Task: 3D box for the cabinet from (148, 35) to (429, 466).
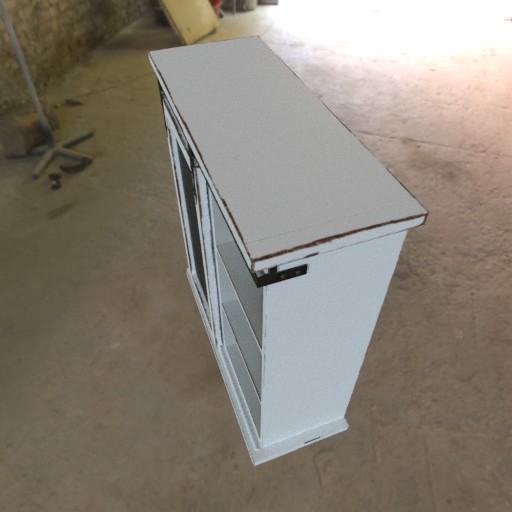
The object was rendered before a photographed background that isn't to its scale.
[{"bbox_3d":[0.000,0.000,0.859,0.210,0.603,0.541,-15,49,-14],"label":"cabinet"}]
